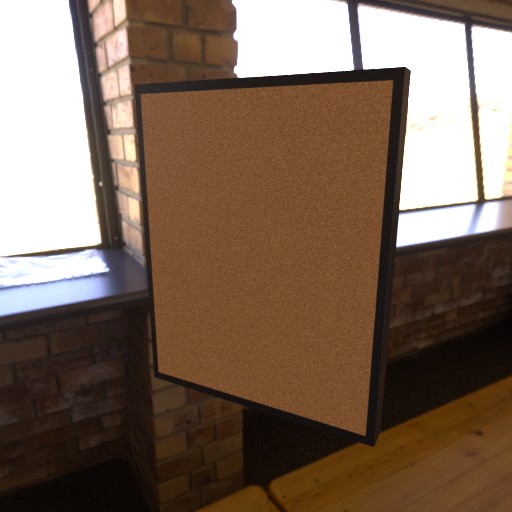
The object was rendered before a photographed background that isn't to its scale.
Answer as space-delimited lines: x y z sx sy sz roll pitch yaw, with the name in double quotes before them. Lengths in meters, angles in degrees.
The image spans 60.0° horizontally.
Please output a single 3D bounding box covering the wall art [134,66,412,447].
"wall art" 0.000 0.000 0.493 0.294 0.369 0.030 8 17 27
